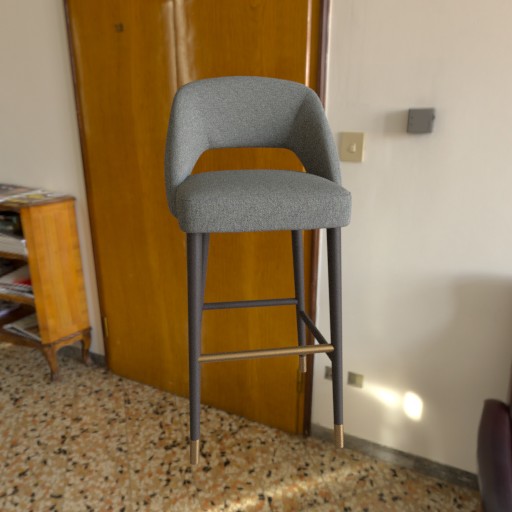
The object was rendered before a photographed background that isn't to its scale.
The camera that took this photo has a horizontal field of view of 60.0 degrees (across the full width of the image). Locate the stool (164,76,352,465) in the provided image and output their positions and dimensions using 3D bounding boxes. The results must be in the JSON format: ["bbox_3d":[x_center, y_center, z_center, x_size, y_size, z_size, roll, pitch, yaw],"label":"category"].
[{"bbox_3d":[0.000,0.000,1.398,0.536,1.089,0.524,-3,18,-8],"label":"stool"}]
